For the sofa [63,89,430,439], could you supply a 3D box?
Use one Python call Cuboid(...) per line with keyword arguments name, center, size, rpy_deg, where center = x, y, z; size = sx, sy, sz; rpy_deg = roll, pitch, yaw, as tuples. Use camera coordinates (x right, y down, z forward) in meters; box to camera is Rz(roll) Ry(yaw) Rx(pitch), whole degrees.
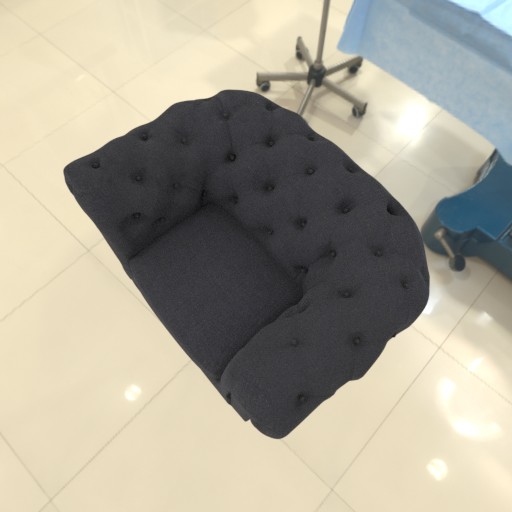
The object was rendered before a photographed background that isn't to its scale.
Cuboid(name="sofa", center=(0.000, 0.000, 2.051), size=(1.032, 0.878, 1.405), rpy_deg=(-37, 69, -17))
